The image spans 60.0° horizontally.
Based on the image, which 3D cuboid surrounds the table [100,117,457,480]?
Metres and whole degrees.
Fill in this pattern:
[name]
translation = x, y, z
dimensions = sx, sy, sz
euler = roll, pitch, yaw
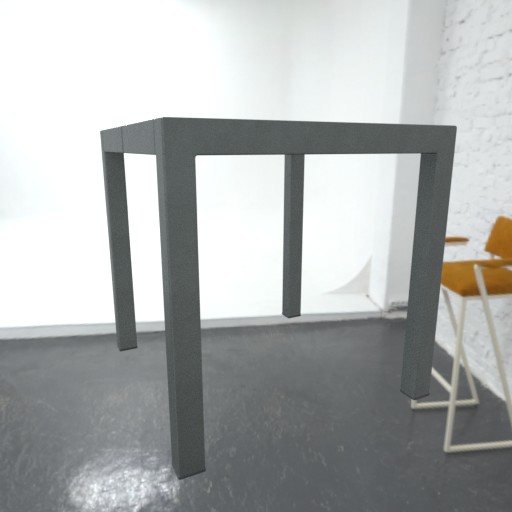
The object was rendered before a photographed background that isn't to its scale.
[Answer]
[table]
translation = 0.000, 0.000, 0.917
dimensions = 0.508, 0.508, 0.508
euler = -7, 15, -26
